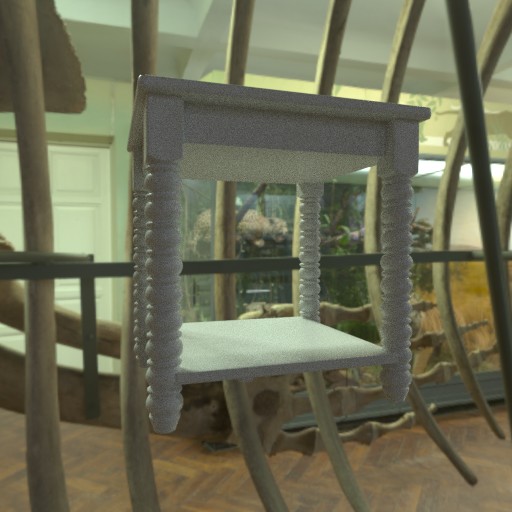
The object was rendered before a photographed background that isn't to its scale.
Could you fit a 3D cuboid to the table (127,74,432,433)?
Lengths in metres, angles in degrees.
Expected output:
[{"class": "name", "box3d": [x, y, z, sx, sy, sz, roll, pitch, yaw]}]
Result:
[{"class": "table", "box3d": [0.000, 0.000, 0.987, 0.533, 0.563, 0.500, -1, 2, -18]}]
